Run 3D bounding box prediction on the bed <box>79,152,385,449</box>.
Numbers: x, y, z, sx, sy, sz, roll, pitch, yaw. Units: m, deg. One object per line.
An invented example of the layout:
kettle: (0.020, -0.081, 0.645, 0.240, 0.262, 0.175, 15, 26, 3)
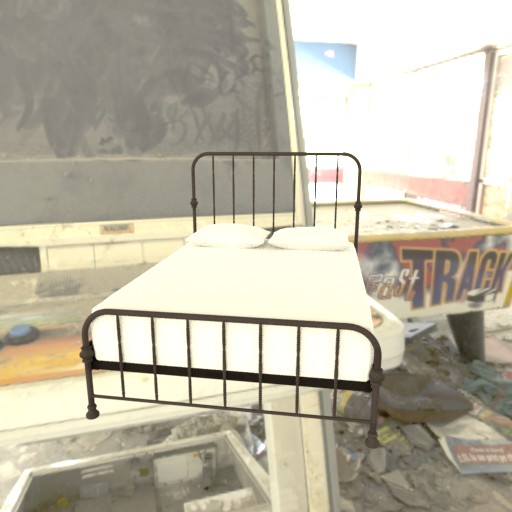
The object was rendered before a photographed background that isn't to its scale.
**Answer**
bed: (0.000, 0.000, 3.208, 1.616, 1.446, 2.134, 2, 14, 9)
